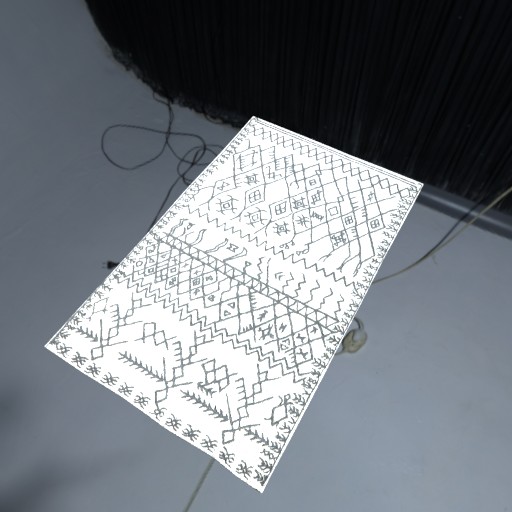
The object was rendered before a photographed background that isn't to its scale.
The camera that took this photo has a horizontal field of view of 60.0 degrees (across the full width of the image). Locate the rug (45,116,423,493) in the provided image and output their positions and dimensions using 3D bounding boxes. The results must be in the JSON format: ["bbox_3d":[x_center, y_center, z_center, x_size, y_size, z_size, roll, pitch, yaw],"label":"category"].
[{"bbox_3d":[0.000,0.000,3.040,1.530,0.012,2.444,27,61,16],"label":"rug"}]
